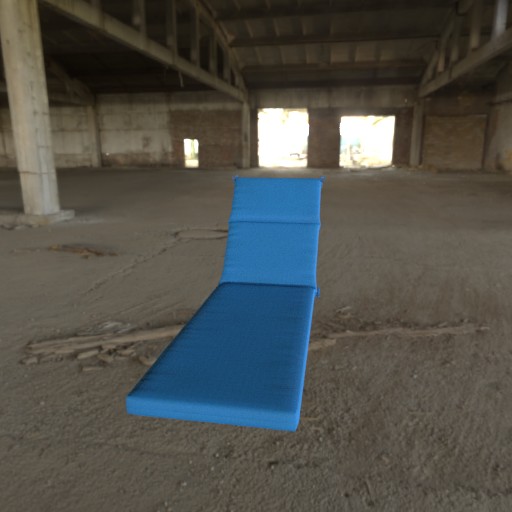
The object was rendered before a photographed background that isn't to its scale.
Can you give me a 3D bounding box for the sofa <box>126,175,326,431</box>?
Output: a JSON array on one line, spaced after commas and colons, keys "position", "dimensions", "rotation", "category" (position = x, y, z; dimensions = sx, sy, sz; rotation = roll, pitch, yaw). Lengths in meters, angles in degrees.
[{"position": [0.000, 0.000, 2.006], "dimensions": [0.582, 0.622, 1.663], "rotation": [2, 14, 9], "category": "sofa"}]
